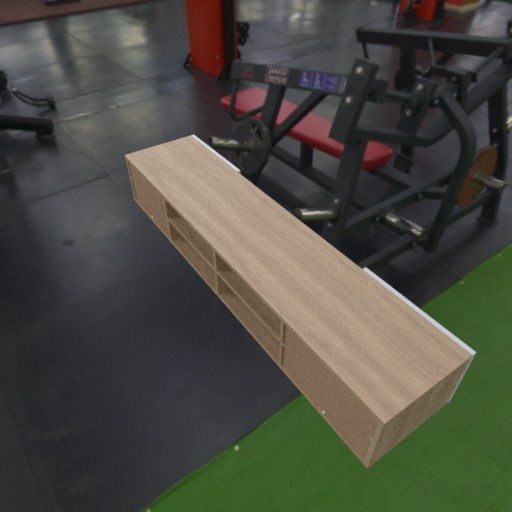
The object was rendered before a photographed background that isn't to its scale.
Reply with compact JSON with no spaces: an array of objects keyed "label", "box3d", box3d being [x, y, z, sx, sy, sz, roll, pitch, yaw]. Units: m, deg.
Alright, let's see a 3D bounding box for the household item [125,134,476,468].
[{"label":"household item","box3d":[0.000,0.000,1.991,0.420,0.310,1.850,-25,47,-25]}]
